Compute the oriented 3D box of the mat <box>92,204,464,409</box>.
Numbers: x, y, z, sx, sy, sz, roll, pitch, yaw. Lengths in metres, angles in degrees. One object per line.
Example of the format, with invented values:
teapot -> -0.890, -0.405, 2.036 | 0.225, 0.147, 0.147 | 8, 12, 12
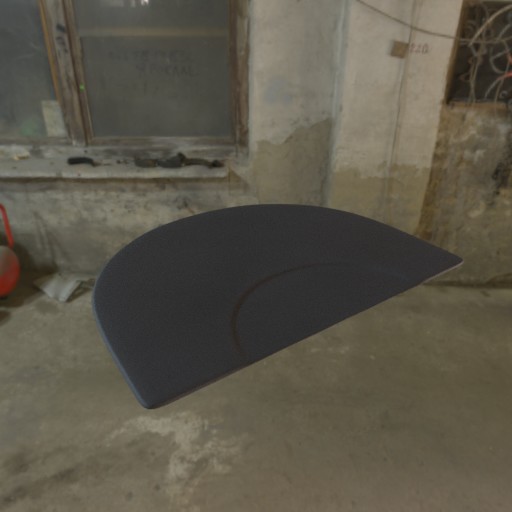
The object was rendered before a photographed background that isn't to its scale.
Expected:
mat -> 0.000, 0.000, 1.618 | 1.220, 0.016, 0.917 | -18, 34, -29
